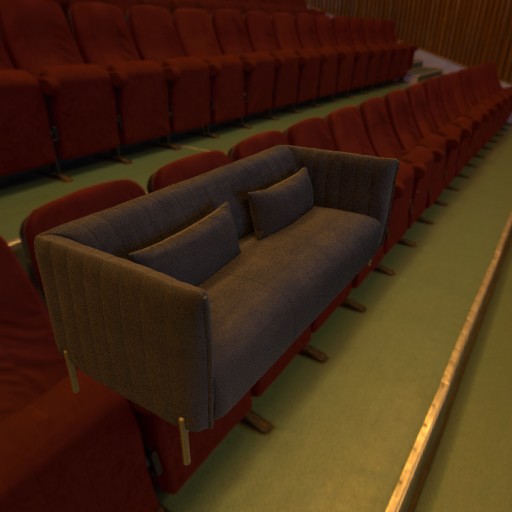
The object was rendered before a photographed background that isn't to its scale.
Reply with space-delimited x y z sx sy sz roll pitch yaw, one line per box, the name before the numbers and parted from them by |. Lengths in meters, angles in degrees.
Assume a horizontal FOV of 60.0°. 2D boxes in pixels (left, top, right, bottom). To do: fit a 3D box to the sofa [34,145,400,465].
sofa | 0.000 0.000 2.385 0.876 0.780 1.980 16 31 29
